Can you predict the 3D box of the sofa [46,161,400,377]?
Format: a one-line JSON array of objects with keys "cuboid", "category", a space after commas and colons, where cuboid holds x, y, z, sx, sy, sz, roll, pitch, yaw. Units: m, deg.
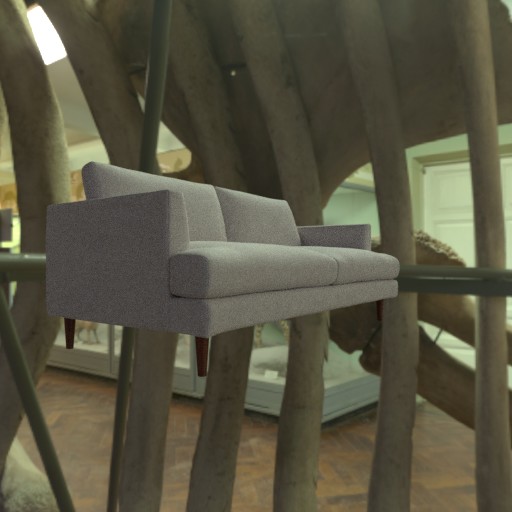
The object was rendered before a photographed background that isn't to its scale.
[{"cuboid": [0.000, 0.000, 2.527, 1.020, 0.868, 1.948, 0, -1, 36], "category": "sofa"}]
